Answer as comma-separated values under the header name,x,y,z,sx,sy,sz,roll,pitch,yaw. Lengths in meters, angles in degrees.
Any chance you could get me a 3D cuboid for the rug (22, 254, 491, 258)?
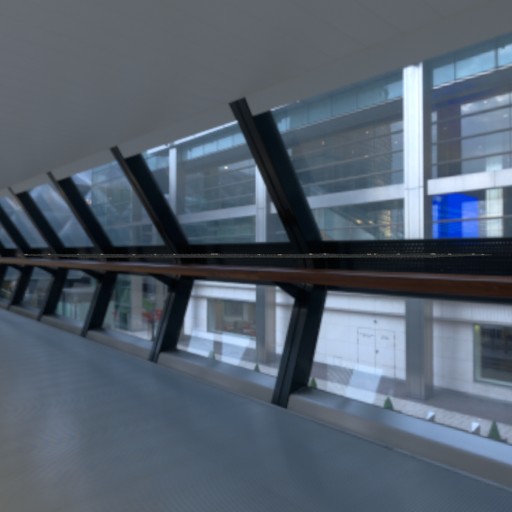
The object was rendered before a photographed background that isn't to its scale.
name,x,y,z,sx,sy,sz,roll,pitch,yaw
rug,0.000,0.000,2.698,2.476,0.010,0.807,0,-1,1
